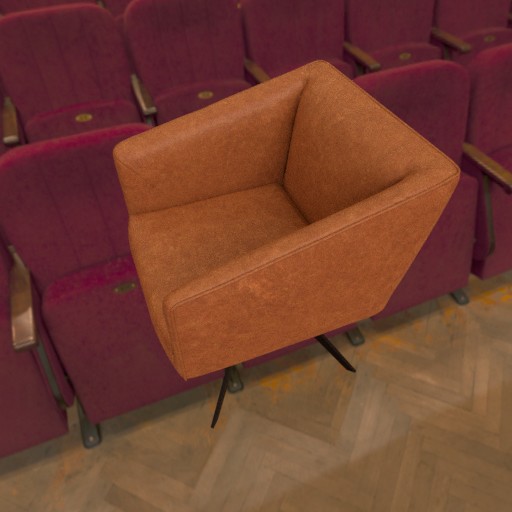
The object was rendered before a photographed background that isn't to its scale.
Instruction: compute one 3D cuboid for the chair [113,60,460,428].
[{"bbox_3d":[0.000,0.000,1.209,0.625,0.760,0.588,-16,48,-15],"label":"chair"}]
